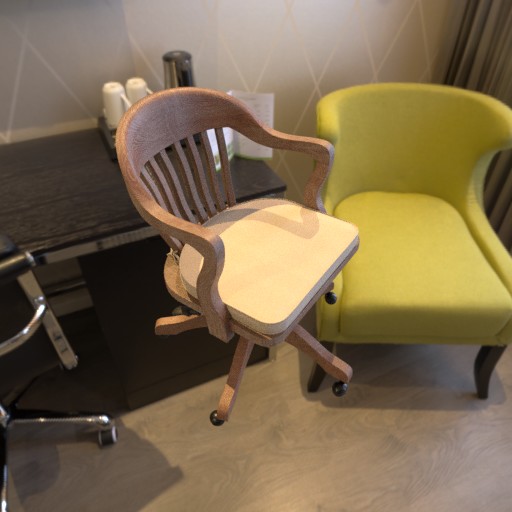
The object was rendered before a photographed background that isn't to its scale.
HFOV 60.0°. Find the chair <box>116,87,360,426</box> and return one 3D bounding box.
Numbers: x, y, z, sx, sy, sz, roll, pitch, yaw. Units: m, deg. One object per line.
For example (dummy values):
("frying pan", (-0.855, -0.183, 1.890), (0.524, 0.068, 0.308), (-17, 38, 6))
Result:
("chair", (0.000, 0.000, 1.438), (0.788, 0.878, 0.750), (25, 47, 26))
